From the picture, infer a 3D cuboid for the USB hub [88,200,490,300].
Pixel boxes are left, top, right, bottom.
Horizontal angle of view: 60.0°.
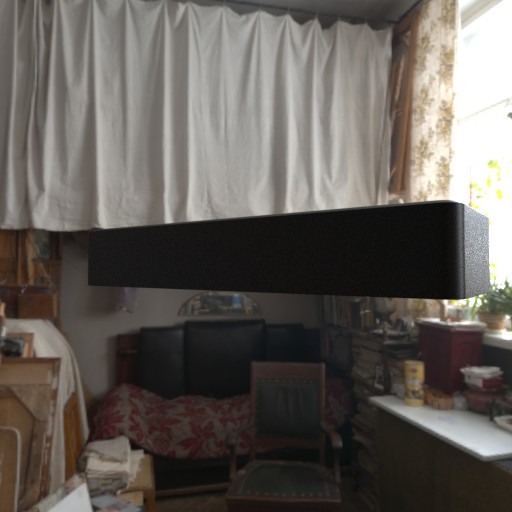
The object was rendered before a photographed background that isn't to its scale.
[{"bbox_3d":[0.000,0.000,0.159,0.145,0.023,0.044,-1,-2,36],"label":"USB hub"}]
